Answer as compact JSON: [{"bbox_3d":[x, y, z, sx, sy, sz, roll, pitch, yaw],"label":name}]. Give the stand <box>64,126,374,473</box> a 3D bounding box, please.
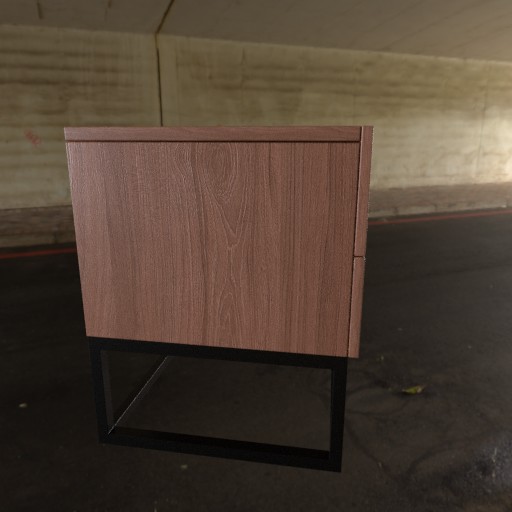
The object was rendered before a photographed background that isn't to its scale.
[{"bbox_3d":[0.000,0.000,0.912,0.420,0.500,0.600,3,15,10],"label":"stand"}]
